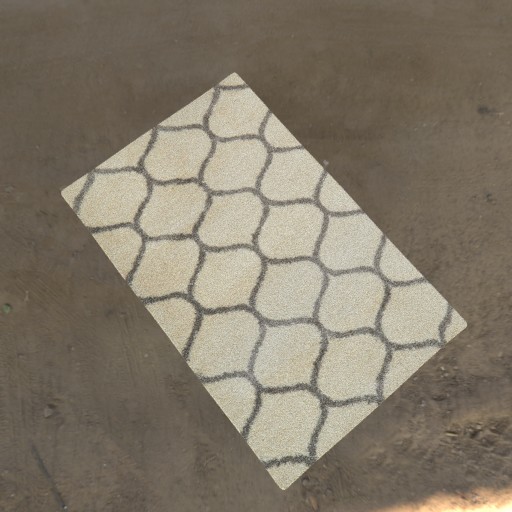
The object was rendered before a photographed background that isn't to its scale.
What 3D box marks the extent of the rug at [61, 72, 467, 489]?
[{"bbox_3d":[0.000,0.000,2.873,1.501,0.024,2.348,-38,78,-9],"label":"rug"}]
